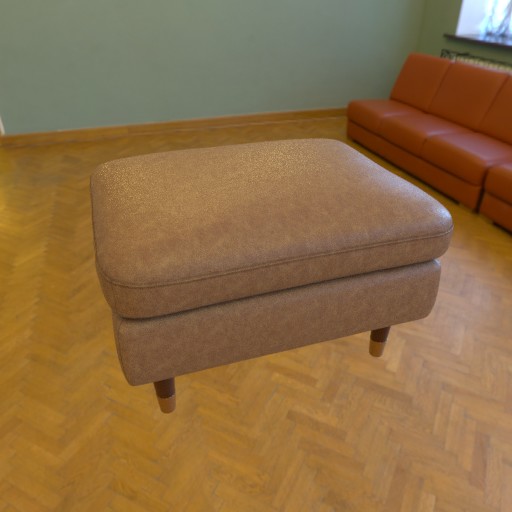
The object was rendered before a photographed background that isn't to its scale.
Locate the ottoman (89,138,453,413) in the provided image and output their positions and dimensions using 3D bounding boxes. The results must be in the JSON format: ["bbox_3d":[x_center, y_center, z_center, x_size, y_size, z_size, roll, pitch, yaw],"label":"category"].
[{"bbox_3d":[0.000,0.000,1.138,0.747,0.478,0.593,-10,34,-16],"label":"ottoman"}]
